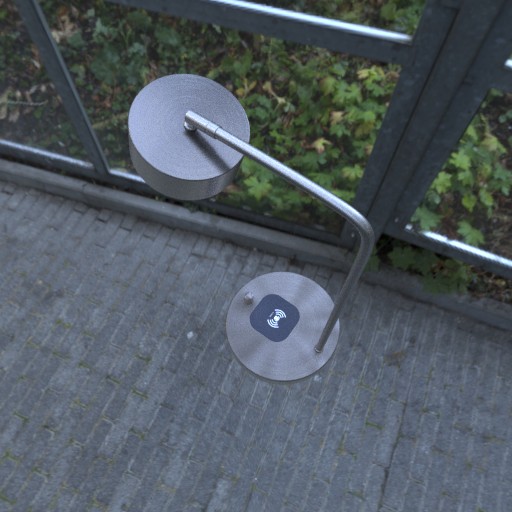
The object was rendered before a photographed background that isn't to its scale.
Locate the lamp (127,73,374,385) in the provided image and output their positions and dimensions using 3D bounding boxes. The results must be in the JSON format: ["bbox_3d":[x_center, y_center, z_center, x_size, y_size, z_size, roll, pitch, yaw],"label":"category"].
[{"bbox_3d":[0.000,0.000,0.651,0.334,0.469,0.211,33,68,15],"label":"lamp"}]
